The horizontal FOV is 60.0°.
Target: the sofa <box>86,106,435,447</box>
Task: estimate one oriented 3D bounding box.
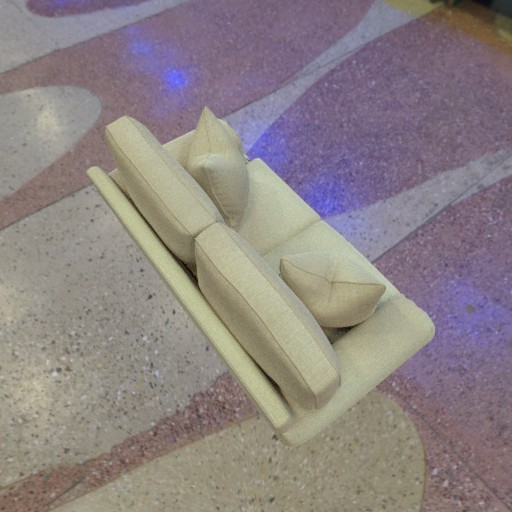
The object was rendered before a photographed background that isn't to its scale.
[{"bbox_3d":[0.000,0.000,2.269,0.966,0.966,1.701,-33,64,-19],"label":"sofa"}]
